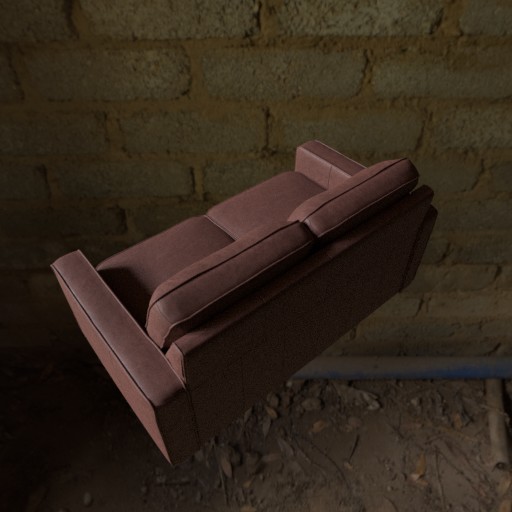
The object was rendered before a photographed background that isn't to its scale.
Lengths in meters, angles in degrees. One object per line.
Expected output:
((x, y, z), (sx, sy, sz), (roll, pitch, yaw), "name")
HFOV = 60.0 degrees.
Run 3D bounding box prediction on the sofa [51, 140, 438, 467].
((0.000, 0.000, 2.244), (1.709, 0.918, 0.947), (-30, 52, -27), "sofa")
